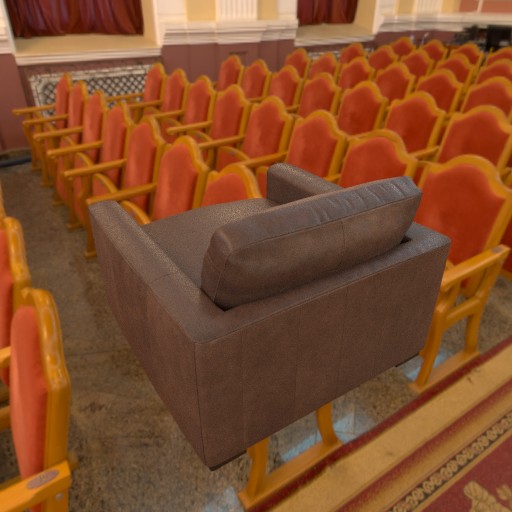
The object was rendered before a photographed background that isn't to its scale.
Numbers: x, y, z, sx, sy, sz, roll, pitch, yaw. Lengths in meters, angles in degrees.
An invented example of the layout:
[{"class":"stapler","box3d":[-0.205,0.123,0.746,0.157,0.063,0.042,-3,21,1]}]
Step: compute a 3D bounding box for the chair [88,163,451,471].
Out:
[{"class":"chair","box3d":[0.000,0.000,1.840,1.100,0.812,1.069,-18,35,-28]}]
